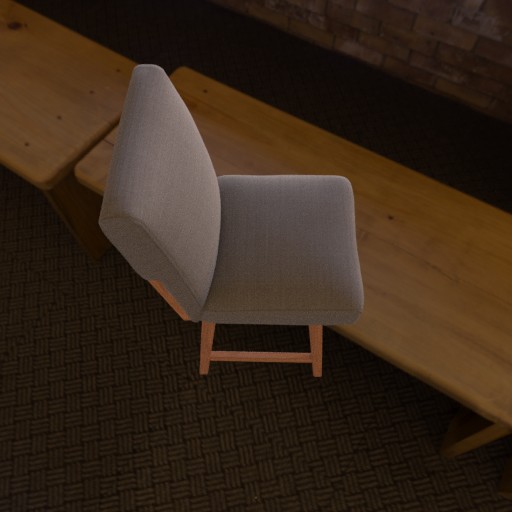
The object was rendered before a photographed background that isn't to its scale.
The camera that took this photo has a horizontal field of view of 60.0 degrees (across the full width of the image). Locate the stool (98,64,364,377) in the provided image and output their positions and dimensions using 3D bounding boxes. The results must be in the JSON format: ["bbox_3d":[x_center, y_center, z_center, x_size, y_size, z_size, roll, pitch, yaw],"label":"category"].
[{"bbox_3d":[0.000,0.000,1.313,0.570,1.019,0.459,1,61,1],"label":"stool"}]
